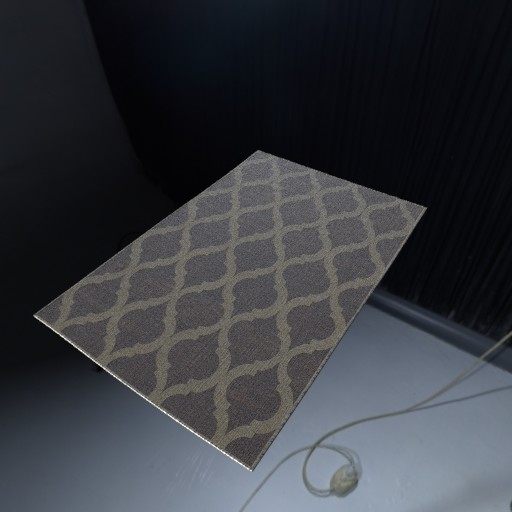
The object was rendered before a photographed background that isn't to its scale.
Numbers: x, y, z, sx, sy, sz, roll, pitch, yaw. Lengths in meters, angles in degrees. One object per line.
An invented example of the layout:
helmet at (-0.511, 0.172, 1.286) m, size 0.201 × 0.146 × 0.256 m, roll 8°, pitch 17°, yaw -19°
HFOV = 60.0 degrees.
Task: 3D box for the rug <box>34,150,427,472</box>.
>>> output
rug at (0.000, 0.000, 2.889) m, size 1.522 × 0.008 × 2.284 m, roll 25°, pitch 48°, yaw 25°
